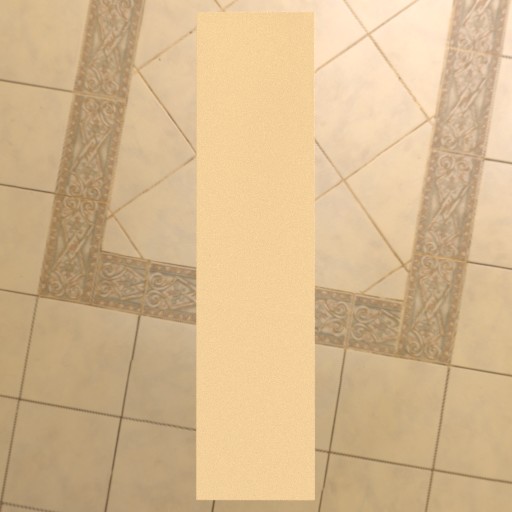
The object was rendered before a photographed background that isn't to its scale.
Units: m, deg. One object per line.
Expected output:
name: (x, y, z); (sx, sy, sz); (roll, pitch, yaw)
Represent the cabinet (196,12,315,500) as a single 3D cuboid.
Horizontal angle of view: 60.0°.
cabinet: (0.000, 0.000, 1.897); (0.400, 0.800, 1.650); (0, 90, 0)
